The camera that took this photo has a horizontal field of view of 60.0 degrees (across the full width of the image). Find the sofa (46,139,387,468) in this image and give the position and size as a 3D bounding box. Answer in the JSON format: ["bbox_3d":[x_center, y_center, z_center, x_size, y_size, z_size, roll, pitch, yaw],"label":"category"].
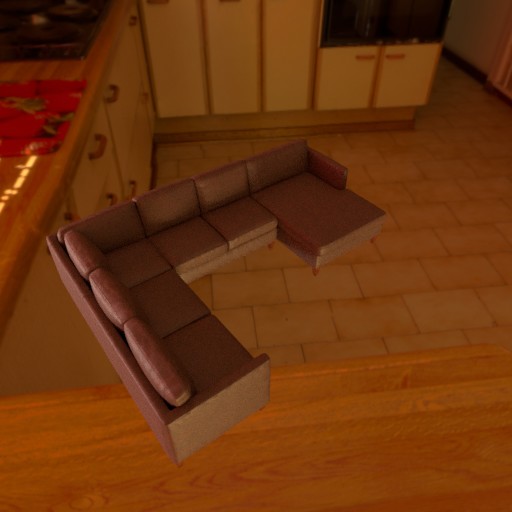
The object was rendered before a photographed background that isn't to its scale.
[{"bbox_3d":[0.000,0.000,4.660,3.460,0.923,2.593,-26,48,-27],"label":"sofa"}]
